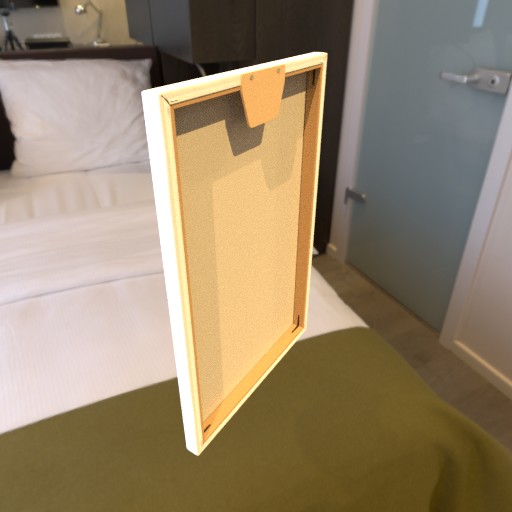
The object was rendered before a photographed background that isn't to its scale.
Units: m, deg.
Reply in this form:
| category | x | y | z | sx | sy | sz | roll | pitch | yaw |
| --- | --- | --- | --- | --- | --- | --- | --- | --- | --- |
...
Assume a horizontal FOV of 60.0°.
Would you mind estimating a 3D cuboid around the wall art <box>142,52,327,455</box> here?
| category | x | y | z | sx | sy | sz | roll | pitch | yaw |
| --- | --- | --- | --- | --- | --- | --- | --- | --- | --- |
| wall art | 0.000 | 0.000 | 1.141 | 0.048 | 0.902 | 0.602 | 19 | 36 | 28 |
